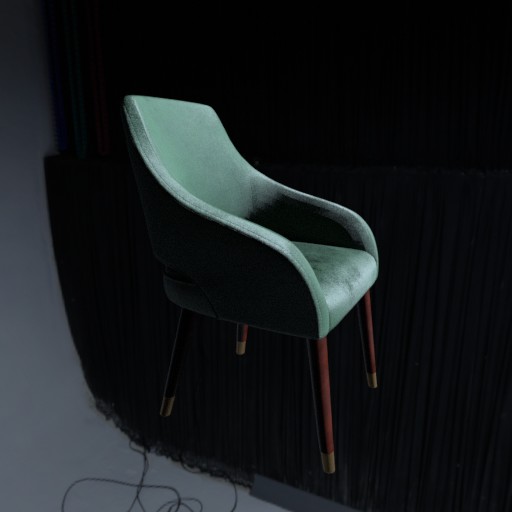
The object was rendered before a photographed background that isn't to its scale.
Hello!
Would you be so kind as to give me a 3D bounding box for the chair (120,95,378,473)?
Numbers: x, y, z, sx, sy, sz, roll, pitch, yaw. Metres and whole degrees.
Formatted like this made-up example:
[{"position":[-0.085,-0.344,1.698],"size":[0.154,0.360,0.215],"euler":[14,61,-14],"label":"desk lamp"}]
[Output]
[{"position":[0.000,0.000,1.561],"size":[0.794,1.081,0.683],"euler":[7,16,27],"label":"chair"}]
